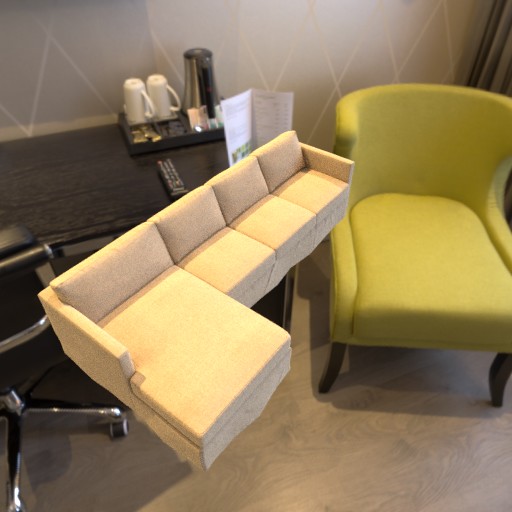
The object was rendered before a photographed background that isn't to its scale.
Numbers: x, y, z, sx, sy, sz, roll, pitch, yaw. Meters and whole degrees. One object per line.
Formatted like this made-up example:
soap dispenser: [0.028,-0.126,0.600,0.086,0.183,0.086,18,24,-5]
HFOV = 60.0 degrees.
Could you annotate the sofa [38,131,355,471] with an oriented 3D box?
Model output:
sofa: [0.000,0.000,3.989,1.650,0.922,3.205,27,48,27]
